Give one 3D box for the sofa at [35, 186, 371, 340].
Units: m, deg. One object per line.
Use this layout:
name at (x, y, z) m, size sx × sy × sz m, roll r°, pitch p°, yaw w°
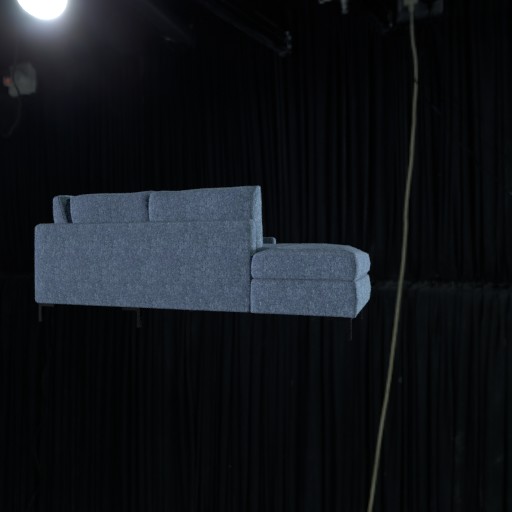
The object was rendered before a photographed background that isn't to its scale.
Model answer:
sofa at (0.000, 0.000, 3.579) m, size 1.879 × 0.756 × 2.737 m, roll 0°, pitch 0°, yaw 18°
